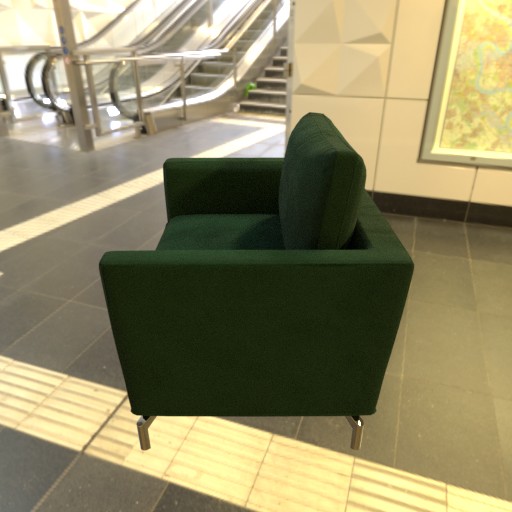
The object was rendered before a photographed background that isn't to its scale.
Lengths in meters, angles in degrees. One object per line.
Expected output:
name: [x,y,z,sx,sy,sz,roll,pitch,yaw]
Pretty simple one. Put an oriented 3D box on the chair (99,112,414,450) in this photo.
chair: [0.000,0.000,1.738,0.852,0.997,1.047,0,28,0]
